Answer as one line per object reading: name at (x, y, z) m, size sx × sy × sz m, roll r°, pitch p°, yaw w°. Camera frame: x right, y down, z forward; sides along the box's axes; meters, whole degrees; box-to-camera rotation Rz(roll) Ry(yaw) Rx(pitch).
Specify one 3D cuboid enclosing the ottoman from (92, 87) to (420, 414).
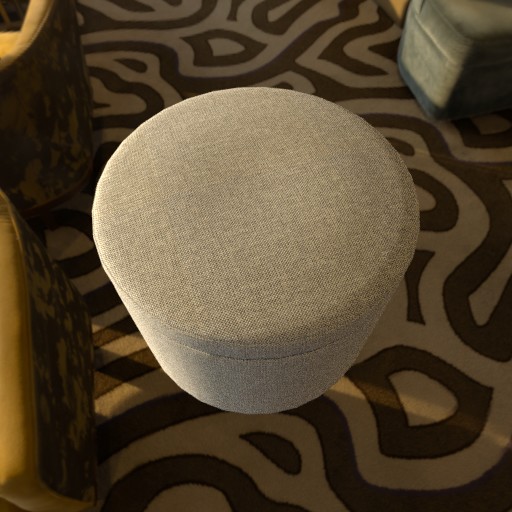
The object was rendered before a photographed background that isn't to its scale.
ottoman at (0.000, 0.000, 0.839) m, size 0.500 × 0.419 × 0.500 m, roll 0°, pitch 58°, yaw 0°
